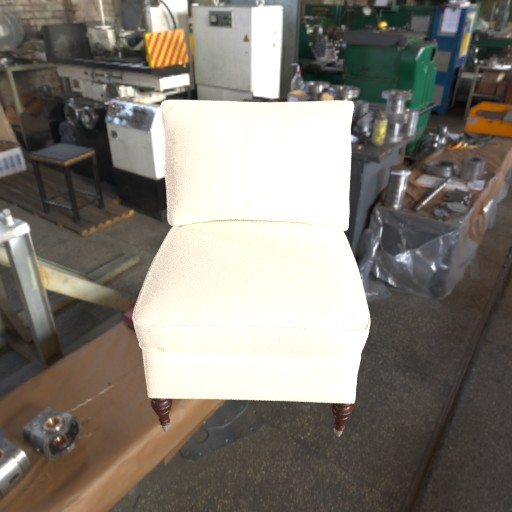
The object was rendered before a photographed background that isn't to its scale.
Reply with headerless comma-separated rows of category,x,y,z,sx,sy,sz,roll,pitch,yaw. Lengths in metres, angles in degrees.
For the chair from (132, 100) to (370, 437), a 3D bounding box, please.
chair,0.000,0.000,1.428,0.630,0.887,0.781,1,30,2
